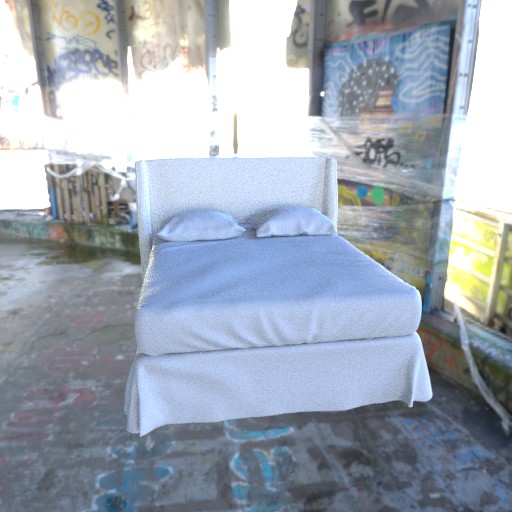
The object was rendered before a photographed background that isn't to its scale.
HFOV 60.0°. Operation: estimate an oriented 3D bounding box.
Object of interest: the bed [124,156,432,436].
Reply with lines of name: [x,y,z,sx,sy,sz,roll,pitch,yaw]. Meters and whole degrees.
bed: [0.000,0.000,3.387,1.925,1.332,2.276,-3,17,-9]
